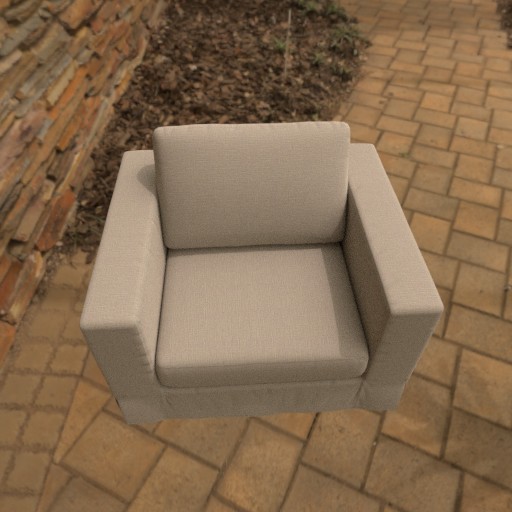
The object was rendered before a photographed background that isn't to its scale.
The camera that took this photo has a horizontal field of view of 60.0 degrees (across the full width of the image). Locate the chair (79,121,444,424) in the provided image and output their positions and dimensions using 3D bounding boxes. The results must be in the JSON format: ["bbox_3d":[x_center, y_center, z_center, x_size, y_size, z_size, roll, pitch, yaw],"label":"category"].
[{"bbox_3d":[0.000,0.000,1.794,1.150,0.878,0.957,-2,47,-2],"label":"chair"}]
